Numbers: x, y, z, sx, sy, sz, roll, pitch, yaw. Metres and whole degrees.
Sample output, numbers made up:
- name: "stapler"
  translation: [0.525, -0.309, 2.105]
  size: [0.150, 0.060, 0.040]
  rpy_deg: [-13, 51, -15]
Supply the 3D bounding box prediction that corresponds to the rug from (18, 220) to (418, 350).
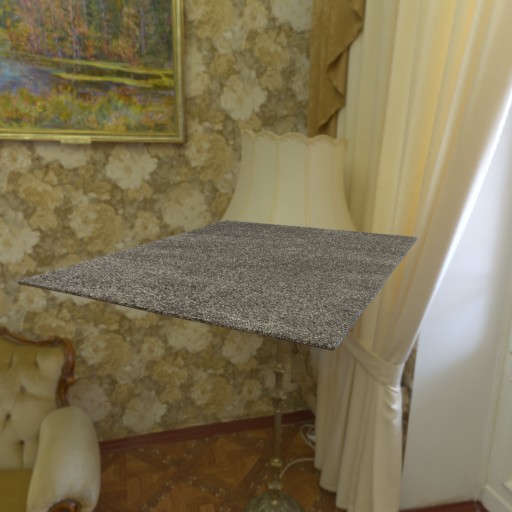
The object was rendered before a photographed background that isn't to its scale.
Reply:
- name: "rug"
  translation: [0.000, 0.000, 4.011]
  size: [2.401, 0.025, 3.000]
  rpy_deg: [7, 16, 26]
